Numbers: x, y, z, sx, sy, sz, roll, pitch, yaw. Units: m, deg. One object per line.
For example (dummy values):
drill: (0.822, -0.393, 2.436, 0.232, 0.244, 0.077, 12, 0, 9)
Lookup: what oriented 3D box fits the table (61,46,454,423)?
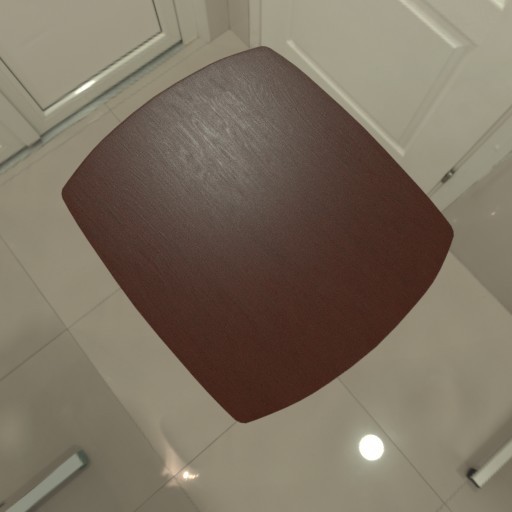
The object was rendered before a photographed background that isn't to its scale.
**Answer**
table: (0.000, 0.000, 0.884, 0.433, 0.496, 0.502, -39, 79, -9)
